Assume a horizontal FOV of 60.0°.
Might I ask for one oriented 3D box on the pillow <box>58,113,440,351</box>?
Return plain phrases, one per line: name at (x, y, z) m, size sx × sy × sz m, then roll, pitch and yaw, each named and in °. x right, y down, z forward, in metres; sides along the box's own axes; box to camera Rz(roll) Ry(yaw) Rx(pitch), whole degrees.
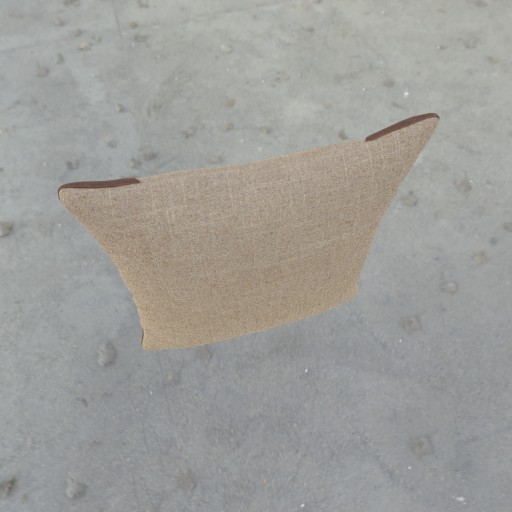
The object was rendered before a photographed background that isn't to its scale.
pillow at (0.000, 0.000, 0.670) m, size 0.437 × 0.448 × 0.147 m, roll -14°, pitch 59°, yaw -9°
